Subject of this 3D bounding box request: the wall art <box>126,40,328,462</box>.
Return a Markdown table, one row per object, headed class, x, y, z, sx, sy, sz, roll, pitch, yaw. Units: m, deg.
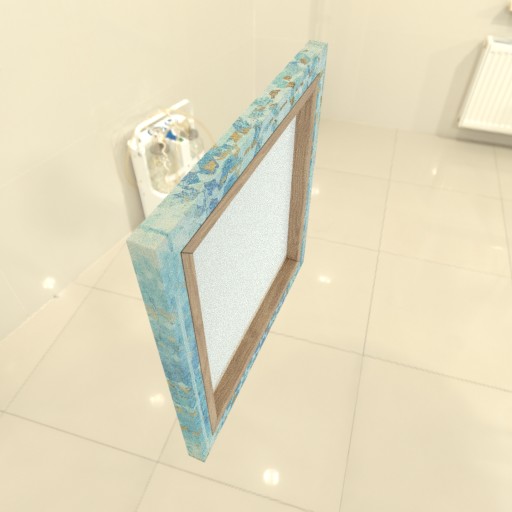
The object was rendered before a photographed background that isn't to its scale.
| class | x | y | z | sx | sy | sz | roll | pitch | yaw |
| --- | --- | --- | --- | --- | --- | --- | --- | --- | --- |
| wall art | 0.000 | 0.000 | 0.876 | 0.040 | 0.609 | 0.609 | 17 | 48 | 16 |
